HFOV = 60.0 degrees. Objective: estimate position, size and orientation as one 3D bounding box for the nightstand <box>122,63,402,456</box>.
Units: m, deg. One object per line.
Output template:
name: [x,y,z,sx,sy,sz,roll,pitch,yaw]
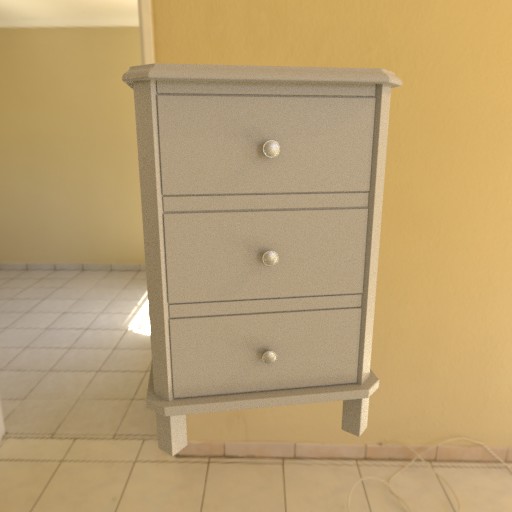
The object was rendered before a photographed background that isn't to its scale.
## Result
nightstand: [0.000,0.000,0.913,0.450,0.680,0.350,-2,15,-8]
